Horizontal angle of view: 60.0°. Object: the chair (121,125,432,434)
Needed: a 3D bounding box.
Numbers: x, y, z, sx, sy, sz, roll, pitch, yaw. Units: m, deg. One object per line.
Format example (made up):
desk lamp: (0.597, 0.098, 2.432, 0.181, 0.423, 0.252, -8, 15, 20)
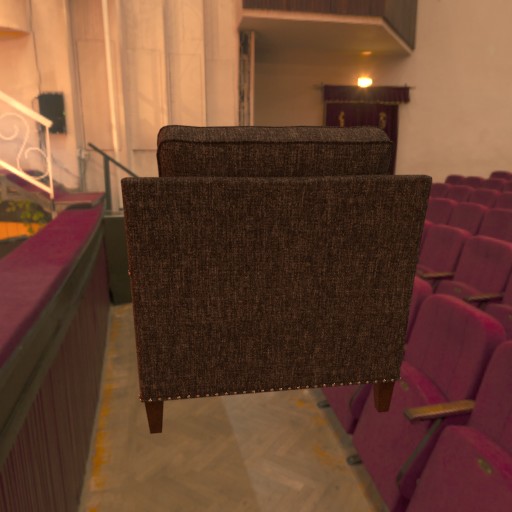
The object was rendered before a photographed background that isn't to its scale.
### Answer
chair: (0.000, 0.000, 1.726, 0.853, 0.943, 1.014, -2, 14, -9)
